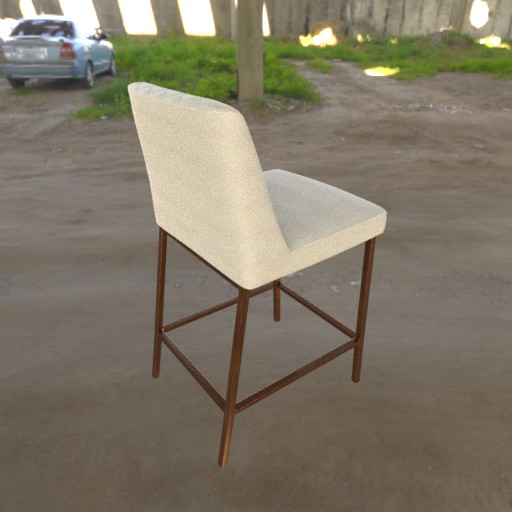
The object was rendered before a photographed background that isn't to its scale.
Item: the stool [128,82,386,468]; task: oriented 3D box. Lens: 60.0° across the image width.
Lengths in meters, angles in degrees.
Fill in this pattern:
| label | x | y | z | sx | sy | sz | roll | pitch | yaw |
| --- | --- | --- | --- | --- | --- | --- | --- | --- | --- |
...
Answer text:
| label | x | y | z | sx | sy | sz | roll | pitch | yaw |
| --- | --- | --- | --- | --- | --- | --- | --- | --- | --- |
| stool | 0.000 | 0.000 | 1.318 | 0.576 | 0.973 | 0.507 | -20 | 34 | -32 |
